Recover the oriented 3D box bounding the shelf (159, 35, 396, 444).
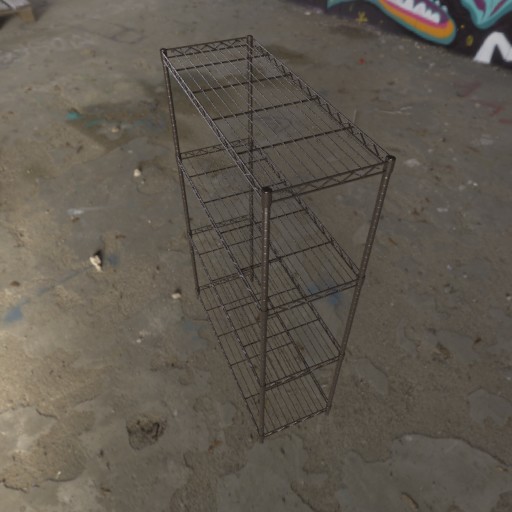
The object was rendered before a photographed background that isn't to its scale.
[{"bbox_3d":[0.000,0.000,1.787,0.352,1.361,0.907,-17,48,-16],"label":"shelf"}]
